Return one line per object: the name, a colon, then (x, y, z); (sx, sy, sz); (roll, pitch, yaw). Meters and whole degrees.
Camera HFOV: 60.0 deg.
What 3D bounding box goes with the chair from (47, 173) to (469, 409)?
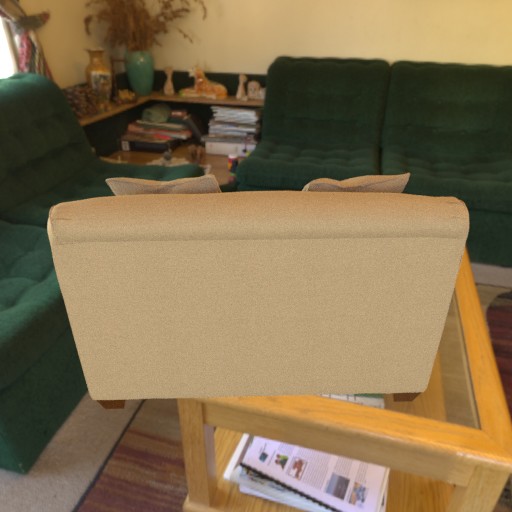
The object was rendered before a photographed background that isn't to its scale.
chair: (0.000, 0.000, 2.023); (1.383, 0.948, 1.000); (-1, 30, -2)
